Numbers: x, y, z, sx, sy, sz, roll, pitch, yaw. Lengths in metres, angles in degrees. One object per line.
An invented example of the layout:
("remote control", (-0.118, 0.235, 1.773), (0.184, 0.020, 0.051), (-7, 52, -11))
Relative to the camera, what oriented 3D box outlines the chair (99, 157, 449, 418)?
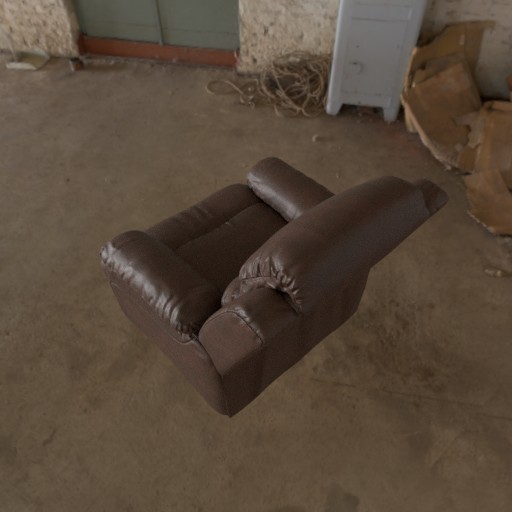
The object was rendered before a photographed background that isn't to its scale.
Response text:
("chair", (0.000, 0.000, 1.256), (0.680, 0.702, 0.707), (-33, 55, -27))
